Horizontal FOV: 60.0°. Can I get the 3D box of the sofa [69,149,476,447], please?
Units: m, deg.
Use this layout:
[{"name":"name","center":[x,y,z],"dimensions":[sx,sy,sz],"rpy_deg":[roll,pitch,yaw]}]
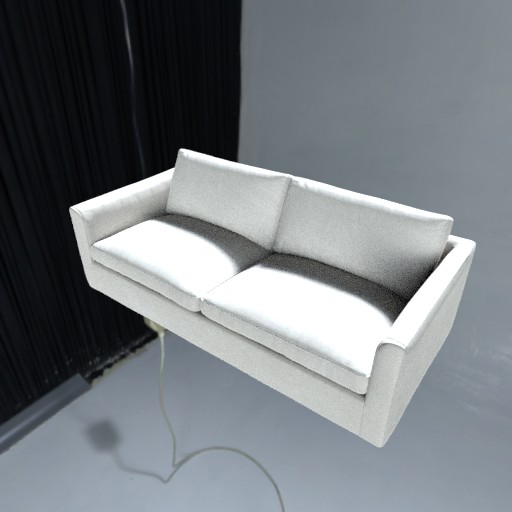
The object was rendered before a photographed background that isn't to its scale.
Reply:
[{"name":"sofa","center":[0.000,0.000,2.757],"dimensions":[2.588,0.838,1.090],"rpy_deg":[21,36,31]}]
